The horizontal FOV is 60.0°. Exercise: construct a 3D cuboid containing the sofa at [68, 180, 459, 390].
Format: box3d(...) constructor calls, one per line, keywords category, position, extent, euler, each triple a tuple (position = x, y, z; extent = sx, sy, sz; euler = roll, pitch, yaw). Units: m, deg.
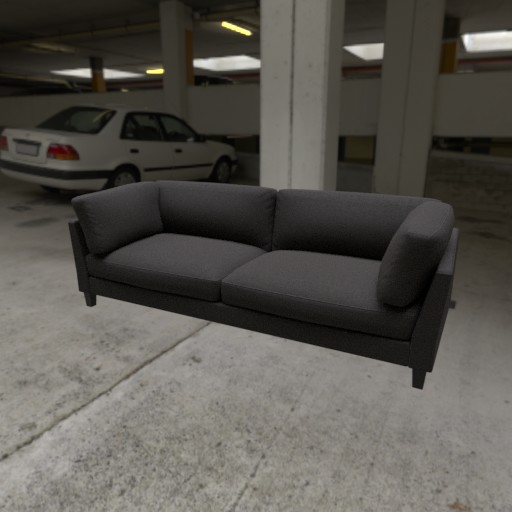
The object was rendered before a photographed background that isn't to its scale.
box3d(category="sofa", position=(0.000, 0.000, 2.793), extent=(2.312, 0.792, 0.969), euler=(8, 18, 26))
